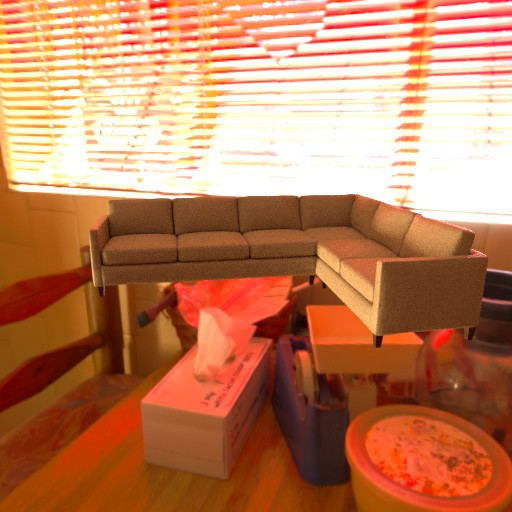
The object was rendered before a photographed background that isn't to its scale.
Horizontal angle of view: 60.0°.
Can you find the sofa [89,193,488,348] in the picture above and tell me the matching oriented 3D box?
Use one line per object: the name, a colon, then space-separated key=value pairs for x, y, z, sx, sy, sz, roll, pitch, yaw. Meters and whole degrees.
sofa: x=0.000 y=0.000 z=4.435 sx=3.333 sy=0.934 sz=2.522 roll=-3 pitch=16 yaw=-9
